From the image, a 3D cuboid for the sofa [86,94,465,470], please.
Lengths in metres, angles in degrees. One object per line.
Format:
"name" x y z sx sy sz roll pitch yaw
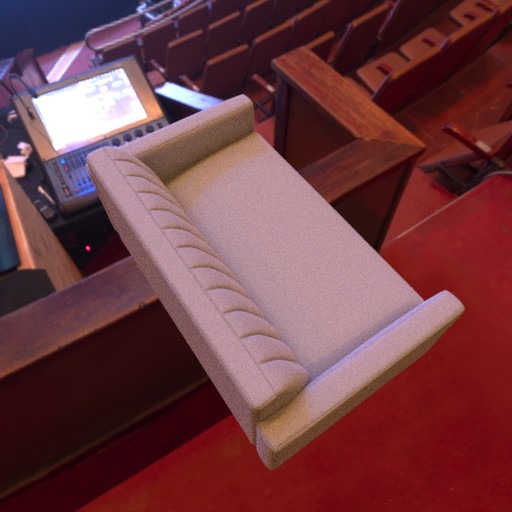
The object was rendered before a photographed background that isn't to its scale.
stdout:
"sofa" 0.000 0.000 2.138 0.950 0.801 1.585 -30 63 -18
